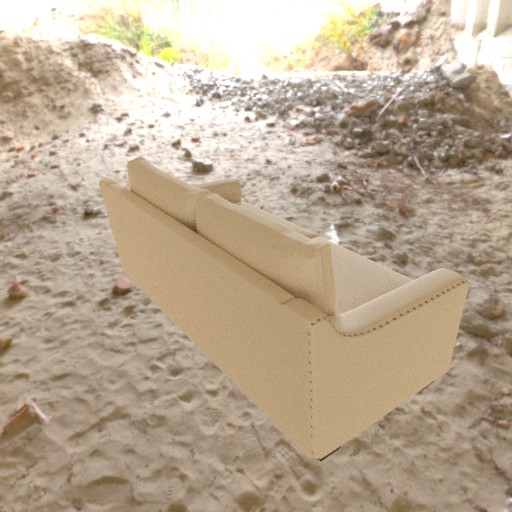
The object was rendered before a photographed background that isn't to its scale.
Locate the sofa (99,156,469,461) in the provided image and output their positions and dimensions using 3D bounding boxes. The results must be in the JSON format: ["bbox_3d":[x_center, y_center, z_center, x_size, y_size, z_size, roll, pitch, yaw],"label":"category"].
[{"bbox_3d":[0.000,0.000,2.301,0.949,0.830,1.812,-18,32,-32],"label":"sofa"}]
